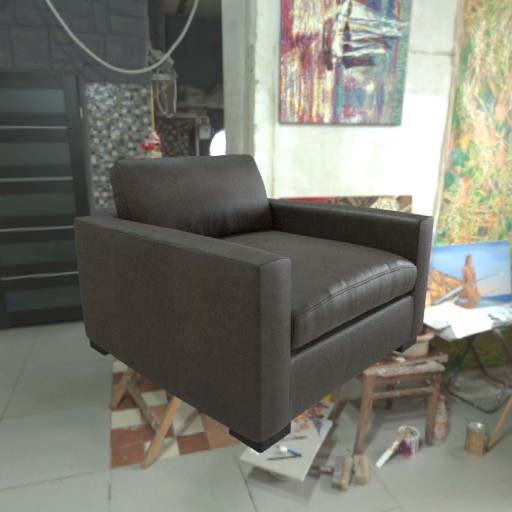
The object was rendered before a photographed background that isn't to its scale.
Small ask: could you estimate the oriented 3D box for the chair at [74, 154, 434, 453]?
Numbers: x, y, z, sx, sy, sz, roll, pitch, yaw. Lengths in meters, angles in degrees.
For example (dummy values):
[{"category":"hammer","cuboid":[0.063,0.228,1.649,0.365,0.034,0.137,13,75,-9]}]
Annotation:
[{"category":"chair","cuboid":[0.000,0.000,1.845,1.080,0.807,1.106,13,19,42]}]
